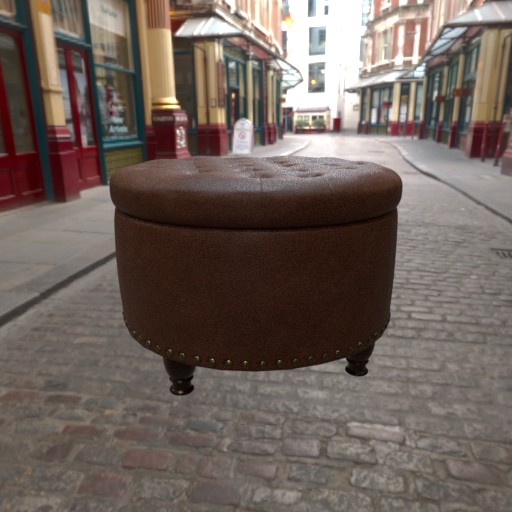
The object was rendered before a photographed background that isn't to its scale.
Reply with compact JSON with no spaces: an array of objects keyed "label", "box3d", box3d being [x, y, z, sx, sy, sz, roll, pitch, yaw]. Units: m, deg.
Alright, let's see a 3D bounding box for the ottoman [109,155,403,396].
[{"label":"ottoman","box3d":[0.000,0.000,1.059,0.637,0.442,0.637,0,16,0]}]
